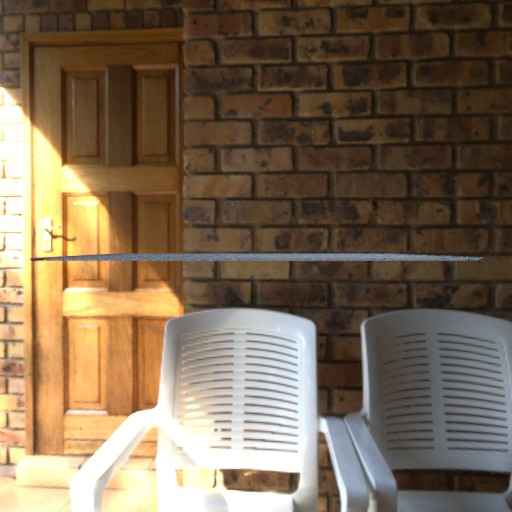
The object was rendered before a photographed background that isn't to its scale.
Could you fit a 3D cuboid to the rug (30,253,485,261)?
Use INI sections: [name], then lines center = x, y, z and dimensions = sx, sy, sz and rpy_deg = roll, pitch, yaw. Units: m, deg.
[rug]
center = 0.000, 0.000, 3.056
dimensions = 2.312, 0.017, 1.613
rpy_deg = 0, 1, -1
